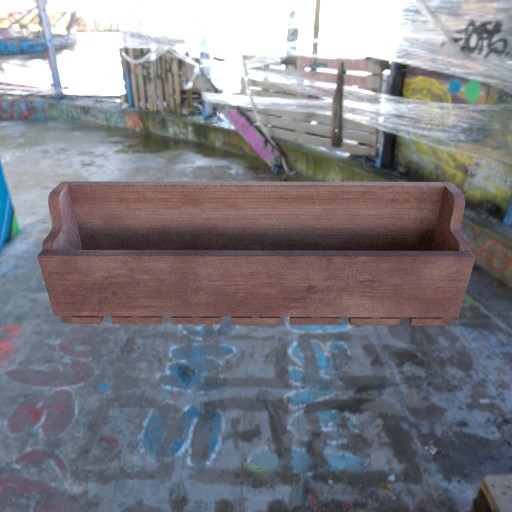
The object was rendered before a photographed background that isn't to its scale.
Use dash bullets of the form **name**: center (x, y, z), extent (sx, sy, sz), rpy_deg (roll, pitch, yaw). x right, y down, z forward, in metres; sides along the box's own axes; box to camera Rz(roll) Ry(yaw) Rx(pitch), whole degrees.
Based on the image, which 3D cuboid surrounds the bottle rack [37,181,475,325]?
- **bottle rack**: center (0.000, 0.000, 0.687), extent (0.608, 0.196, 0.126), rpy_deg (0, 30, 0)
